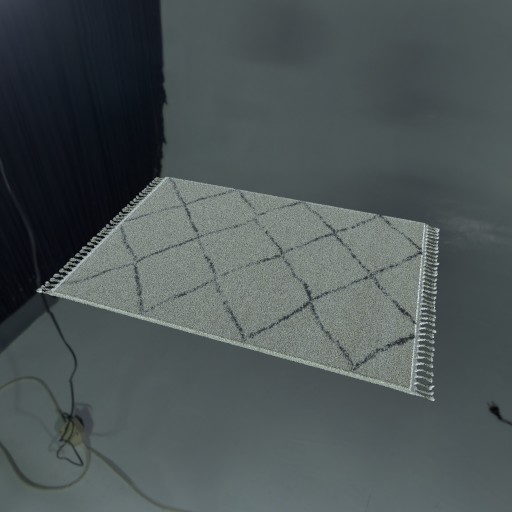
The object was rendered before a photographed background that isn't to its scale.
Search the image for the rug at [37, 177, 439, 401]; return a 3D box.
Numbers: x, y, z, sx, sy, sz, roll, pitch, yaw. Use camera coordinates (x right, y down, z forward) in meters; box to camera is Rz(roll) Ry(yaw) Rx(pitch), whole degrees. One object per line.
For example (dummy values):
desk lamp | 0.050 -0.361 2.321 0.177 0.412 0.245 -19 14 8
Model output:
rug | 0.000 0.000 2.940 2.307 0.031 1.494 12 41 15
